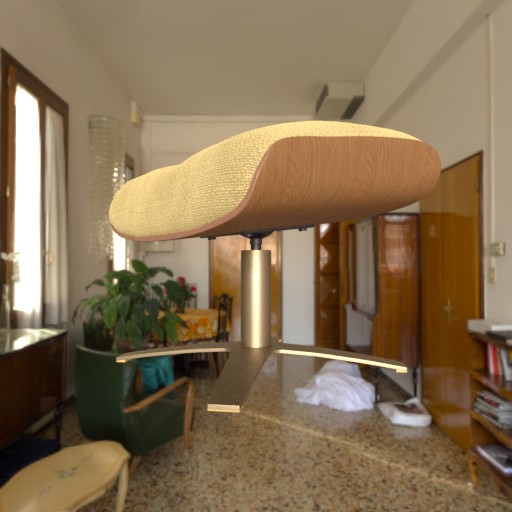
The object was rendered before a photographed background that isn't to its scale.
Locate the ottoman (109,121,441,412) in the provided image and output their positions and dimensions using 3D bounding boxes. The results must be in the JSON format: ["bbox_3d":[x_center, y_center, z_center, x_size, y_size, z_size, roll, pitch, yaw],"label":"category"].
[{"bbox_3d":[0.000,0.000,0.801,0.394,0.391,0.520,1,-1,-36],"label":"ottoman"}]
